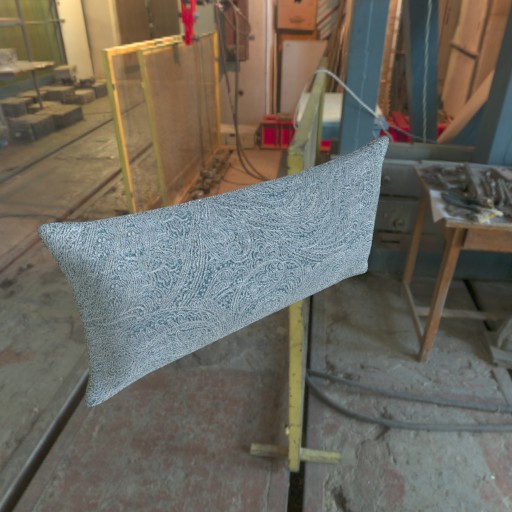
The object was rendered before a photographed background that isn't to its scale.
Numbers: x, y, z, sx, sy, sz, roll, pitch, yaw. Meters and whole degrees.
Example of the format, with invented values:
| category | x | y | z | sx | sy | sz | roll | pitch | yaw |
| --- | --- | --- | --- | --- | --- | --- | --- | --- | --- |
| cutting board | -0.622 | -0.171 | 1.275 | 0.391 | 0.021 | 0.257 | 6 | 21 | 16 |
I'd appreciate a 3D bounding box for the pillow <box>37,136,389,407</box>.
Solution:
| category | x | y | z | sx | sy | sz | roll | pitch | yaw |
| --- | --- | --- | --- | --- | --- | --- | --- | --- | --- |
| pillow | 0.000 | 0.000 | 0.729 | 0.615 | 0.295 | 0.151 | -21 | 36 | -32 |
